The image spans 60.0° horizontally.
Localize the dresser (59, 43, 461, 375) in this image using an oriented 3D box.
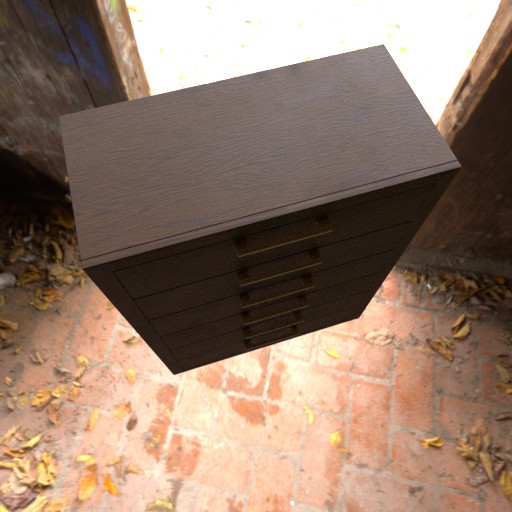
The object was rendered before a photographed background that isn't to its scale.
[{"bbox_3d":[0.000,0.000,1.754,0.964,1.320,0.516,-16,65,-7],"label":"dresser"}]
